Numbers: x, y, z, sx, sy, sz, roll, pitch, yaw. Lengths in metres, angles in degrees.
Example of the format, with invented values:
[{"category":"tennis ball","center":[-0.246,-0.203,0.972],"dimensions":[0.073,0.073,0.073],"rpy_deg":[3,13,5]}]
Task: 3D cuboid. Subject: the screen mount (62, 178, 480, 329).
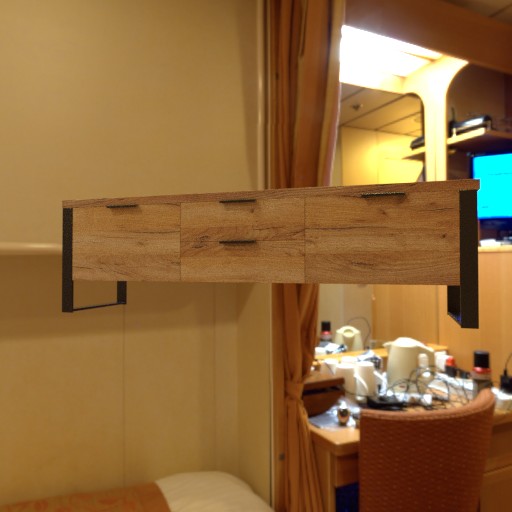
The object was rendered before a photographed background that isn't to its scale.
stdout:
[{"category":"screen mount","center":[0.000,0.000,1.726],"dimensions":[1.524,0.450,0.395],"rpy_deg":[0,-1,17]}]
